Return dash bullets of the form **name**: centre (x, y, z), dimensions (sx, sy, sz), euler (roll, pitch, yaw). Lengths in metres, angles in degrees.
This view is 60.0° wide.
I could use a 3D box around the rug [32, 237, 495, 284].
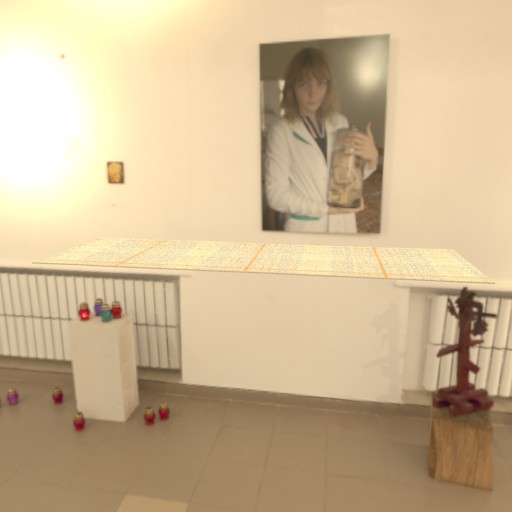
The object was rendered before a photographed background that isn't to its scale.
- **rug**: centre (0.000, 0.000, 2.674), dimensions (2.442, 0.016, 0.770), euler (2, 13, 9)
